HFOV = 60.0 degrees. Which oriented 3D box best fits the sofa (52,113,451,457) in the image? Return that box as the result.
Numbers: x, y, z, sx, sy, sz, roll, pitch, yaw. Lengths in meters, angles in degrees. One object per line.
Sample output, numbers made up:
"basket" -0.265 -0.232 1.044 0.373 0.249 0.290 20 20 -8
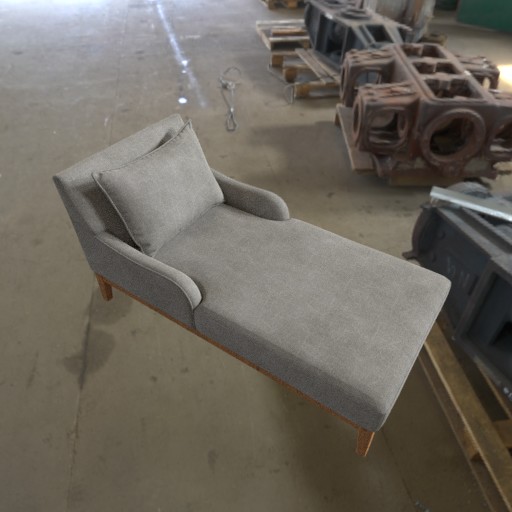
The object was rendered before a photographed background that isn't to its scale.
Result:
"sofa" 0.000 0.000 2.272 1.779 0.859 0.894 24 47 25
